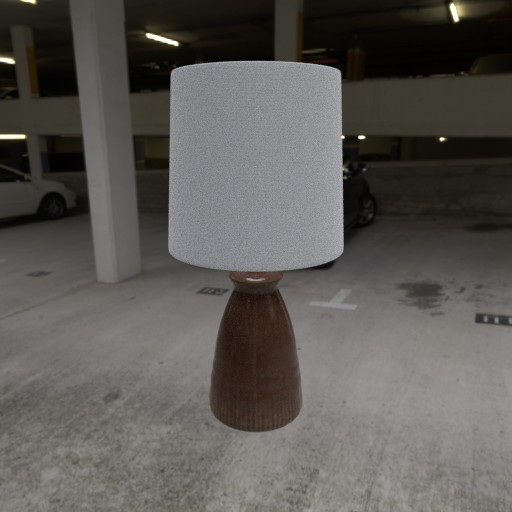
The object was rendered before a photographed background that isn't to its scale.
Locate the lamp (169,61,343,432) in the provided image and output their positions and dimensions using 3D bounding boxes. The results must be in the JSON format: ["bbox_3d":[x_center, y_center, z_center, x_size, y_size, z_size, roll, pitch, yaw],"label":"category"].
[{"bbox_3d":[0.000,0.000,0.484,0.186,0.369,0.186,0,15,0],"label":"lamp"}]
